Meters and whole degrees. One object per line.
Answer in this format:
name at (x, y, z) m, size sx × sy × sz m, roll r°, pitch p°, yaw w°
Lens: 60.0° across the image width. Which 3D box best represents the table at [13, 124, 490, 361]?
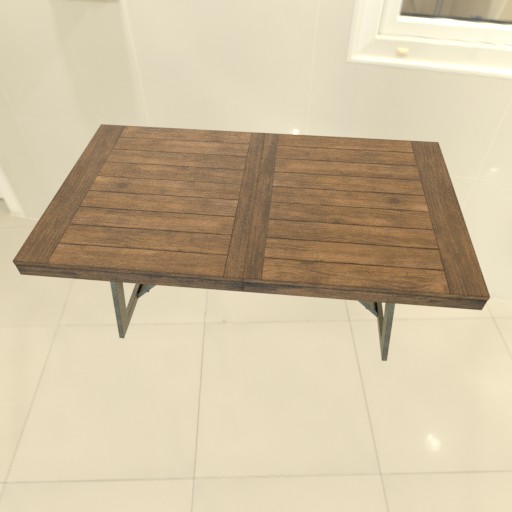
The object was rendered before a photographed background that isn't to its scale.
table at (0.000, 0.000, 2.107) m, size 1.641 × 0.757 × 0.931 m, roll 4°, pitch 47°, yaw 4°
